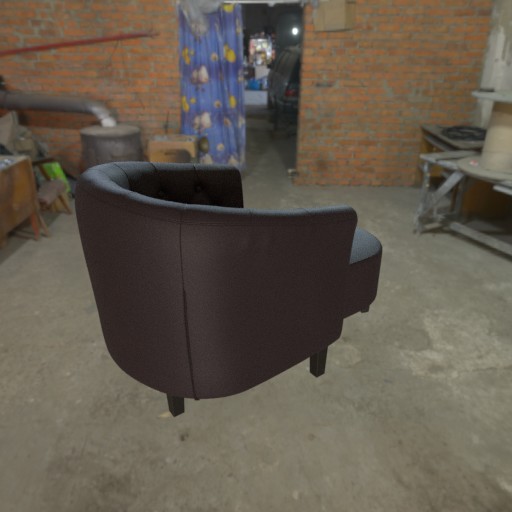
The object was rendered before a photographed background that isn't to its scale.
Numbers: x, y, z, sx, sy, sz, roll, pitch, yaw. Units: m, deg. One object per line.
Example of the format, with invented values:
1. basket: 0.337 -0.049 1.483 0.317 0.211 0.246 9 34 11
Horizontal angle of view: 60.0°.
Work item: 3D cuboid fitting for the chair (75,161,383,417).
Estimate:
1. chair: 0.000 0.000 1.661 1.191 0.760 0.763 -17 30 -32
